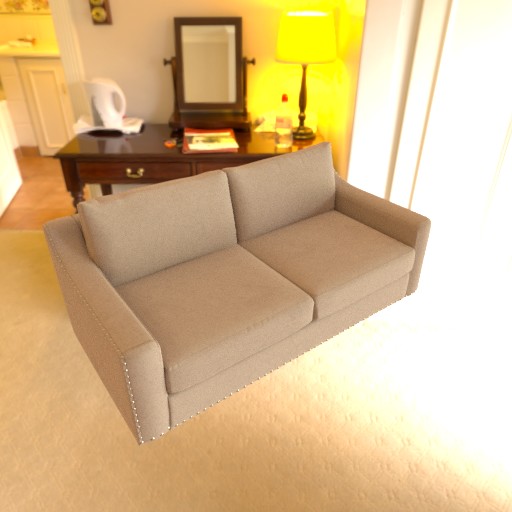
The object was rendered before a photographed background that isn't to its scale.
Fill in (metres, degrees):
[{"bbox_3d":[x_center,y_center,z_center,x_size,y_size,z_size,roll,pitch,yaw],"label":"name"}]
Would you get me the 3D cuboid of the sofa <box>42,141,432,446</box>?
[{"bbox_3d":[0.000,0.000,2.557,1.967,0.901,1.030,-21,37,-31],"label":"sofa"}]
